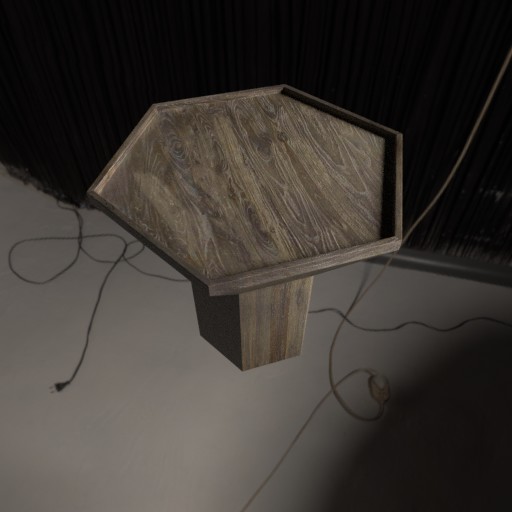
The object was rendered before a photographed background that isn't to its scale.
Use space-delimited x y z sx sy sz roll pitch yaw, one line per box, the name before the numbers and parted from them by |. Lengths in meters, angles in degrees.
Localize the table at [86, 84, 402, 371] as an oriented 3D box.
table | 0.000 0.000 1.136 0.592 0.586 0.683 9 48 8
